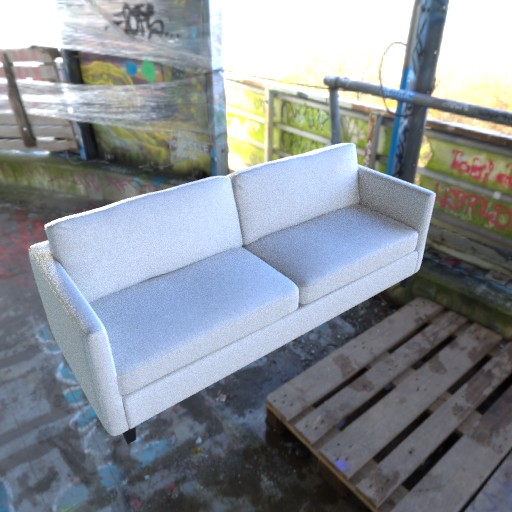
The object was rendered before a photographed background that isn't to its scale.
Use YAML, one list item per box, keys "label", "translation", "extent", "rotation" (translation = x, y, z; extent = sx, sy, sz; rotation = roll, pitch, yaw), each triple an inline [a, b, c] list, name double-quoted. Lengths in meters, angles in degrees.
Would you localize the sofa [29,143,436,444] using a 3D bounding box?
- label: "sofa"
  translation: [0.000, 0.000, 2.839]
  extent: [2.434, 0.965, 0.948]
  rotation: [-22, 37, -31]
